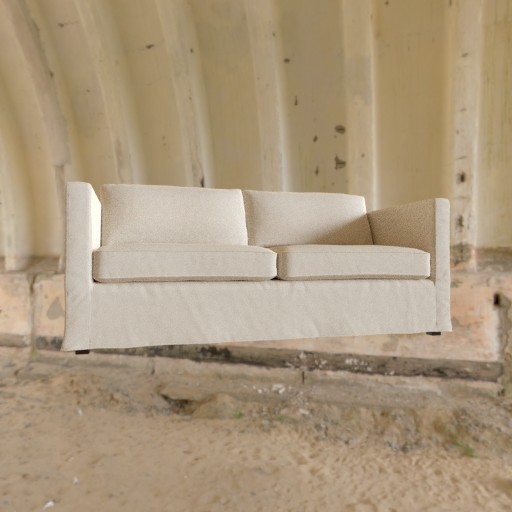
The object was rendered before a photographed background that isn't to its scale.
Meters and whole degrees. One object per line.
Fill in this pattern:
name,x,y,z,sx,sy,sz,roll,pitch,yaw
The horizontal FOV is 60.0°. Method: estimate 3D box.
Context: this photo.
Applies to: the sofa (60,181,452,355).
sofa,0.000,0.000,2.582,1.987,0.870,0.940,0,-1,-16
